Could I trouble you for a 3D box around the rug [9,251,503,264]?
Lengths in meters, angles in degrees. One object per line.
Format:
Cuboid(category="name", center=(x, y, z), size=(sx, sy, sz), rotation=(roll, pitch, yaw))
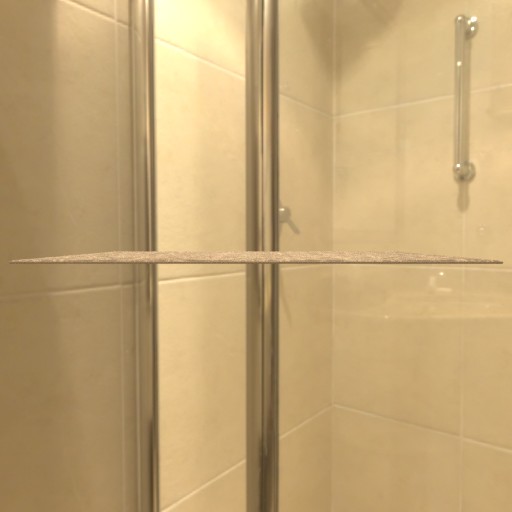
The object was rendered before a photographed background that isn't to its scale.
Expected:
Cuboid(category="rug", center=(0.000, 0.000, 3.360), size=(2.746, 0.018, 1.819), rotation=(0, 2, 0))
